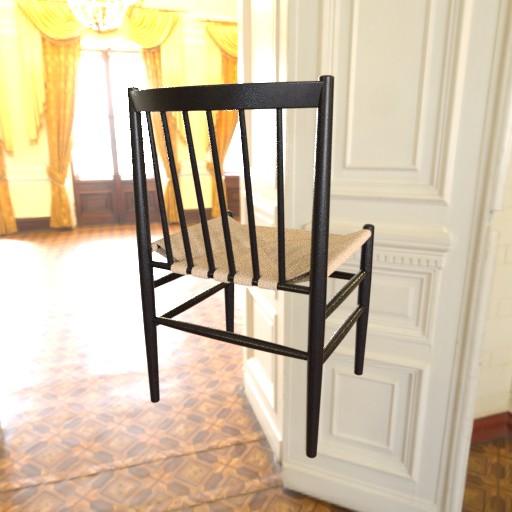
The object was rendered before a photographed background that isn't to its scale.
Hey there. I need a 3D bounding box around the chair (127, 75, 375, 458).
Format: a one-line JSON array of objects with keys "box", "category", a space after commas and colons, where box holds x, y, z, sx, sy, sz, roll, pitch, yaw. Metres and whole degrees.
[{"box": [0.000, 0.000, 1.150, 0.495, 0.818, 0.516, 8, 18, 27], "category": "chair"}]
